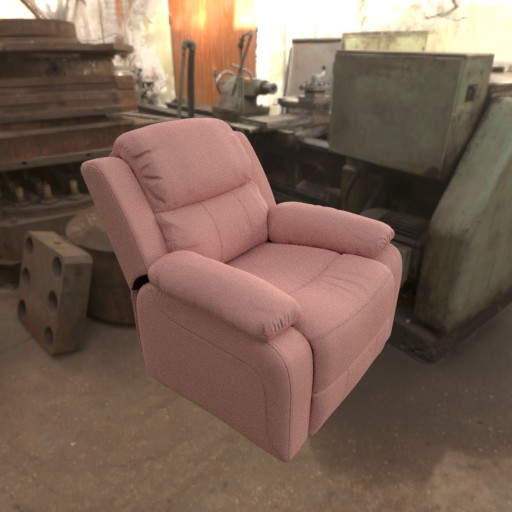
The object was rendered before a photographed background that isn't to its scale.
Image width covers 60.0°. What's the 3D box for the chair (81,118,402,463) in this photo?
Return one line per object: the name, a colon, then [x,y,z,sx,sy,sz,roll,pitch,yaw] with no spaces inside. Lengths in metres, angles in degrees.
chair: [0.000,0.000,1.269,0.709,0.702,0.680,17,30,33]
